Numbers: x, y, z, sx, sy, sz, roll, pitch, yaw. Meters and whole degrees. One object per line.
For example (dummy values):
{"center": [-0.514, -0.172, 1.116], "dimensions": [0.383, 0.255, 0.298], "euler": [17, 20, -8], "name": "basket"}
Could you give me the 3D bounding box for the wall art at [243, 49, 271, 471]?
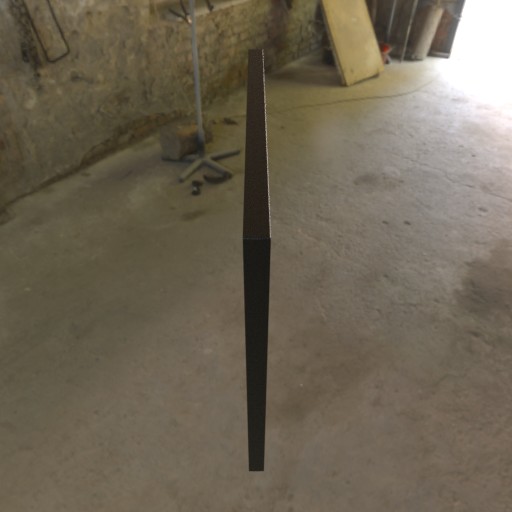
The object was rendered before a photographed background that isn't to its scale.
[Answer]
{"center": [0.000, 0.000, 1.135], "dimensions": [0.038, 0.765, 0.765], "euler": [0, 43, 0], "name": "wall art"}
